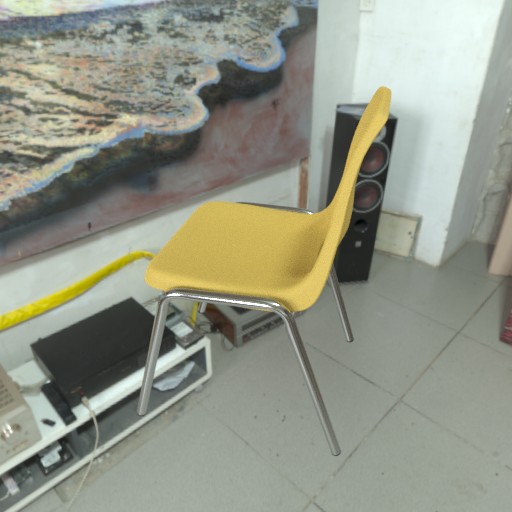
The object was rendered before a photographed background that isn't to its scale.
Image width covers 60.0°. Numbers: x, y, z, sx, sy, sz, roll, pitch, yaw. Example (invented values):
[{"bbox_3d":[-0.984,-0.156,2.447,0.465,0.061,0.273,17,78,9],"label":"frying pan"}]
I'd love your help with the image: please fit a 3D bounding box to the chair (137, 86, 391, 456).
[{"bbox_3d":[0.000,0.000,0.893,0.436,0.653,0.381,8,32,13],"label":"chair"}]
